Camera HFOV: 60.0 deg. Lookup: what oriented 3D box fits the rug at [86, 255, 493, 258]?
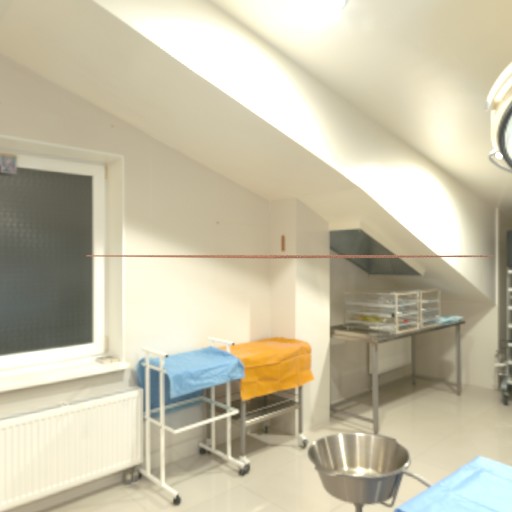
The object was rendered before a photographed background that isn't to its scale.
[{"bbox_3d":[0.000,0.000,2.304,1.217,0.007,1.828,0,0,-36],"label":"rug"}]
